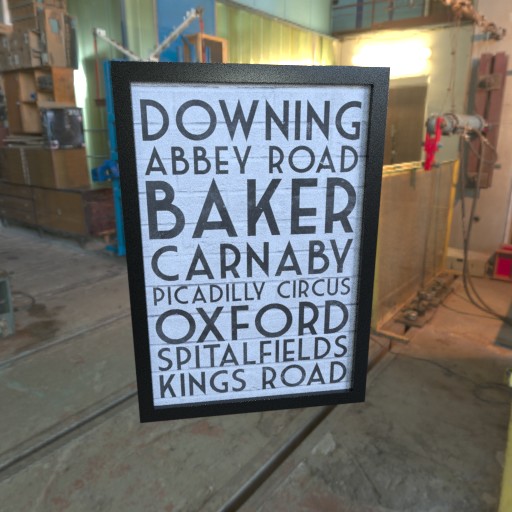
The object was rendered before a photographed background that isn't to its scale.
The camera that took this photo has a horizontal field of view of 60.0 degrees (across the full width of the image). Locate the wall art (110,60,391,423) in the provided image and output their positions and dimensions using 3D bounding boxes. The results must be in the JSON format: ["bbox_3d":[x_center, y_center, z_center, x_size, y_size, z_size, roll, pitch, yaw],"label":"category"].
[{"bbox_3d":[0.000,0.000,0.820,0.462,0.656,0.019,-2,16,-8],"label":"wall art"}]
